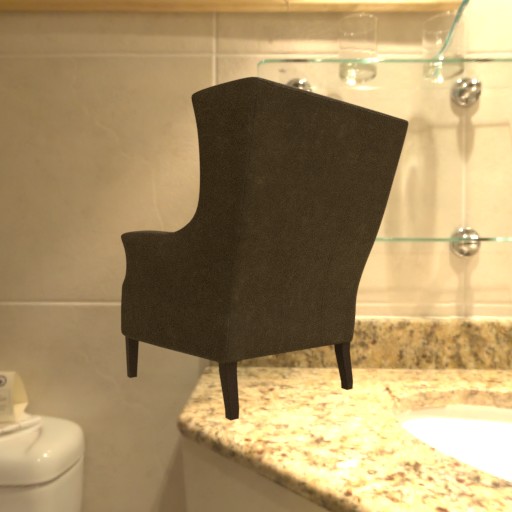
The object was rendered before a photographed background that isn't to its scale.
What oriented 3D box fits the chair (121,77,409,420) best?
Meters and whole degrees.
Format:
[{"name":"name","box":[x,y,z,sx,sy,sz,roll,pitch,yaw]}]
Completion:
[{"name":"chair","box":[0.000,0.000,1.733,0.853,1.016,0.926,0,0,-36]}]
